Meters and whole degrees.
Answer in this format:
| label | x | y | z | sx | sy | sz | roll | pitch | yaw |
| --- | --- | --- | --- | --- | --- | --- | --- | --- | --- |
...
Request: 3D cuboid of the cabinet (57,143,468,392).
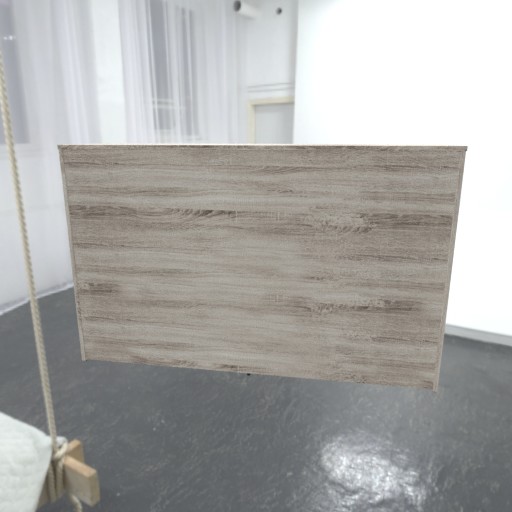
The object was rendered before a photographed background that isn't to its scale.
| label | x | y | z | sx | sy | sz | roll | pitch | yaw |
| --- | --- | --- | --- | --- | --- | --- | --- | --- | --- |
| cabinet | 0.000 | 0.000 | 1.844 | 1.450 | 0.900 | 0.380 | 3 | 15 | 9 |
